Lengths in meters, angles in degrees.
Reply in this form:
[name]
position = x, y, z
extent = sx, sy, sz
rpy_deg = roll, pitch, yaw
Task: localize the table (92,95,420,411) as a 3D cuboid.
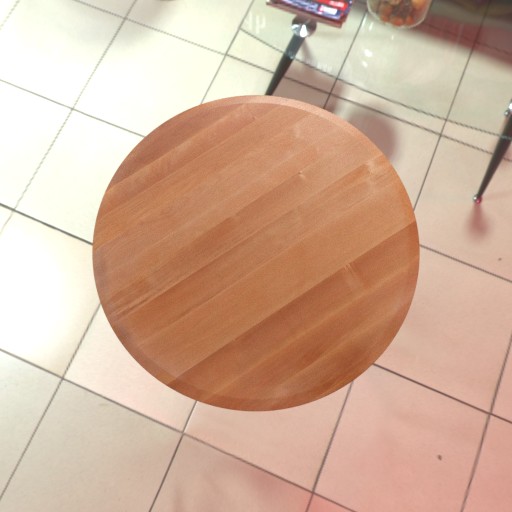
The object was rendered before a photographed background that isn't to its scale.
[table]
position = 0.000, 0.000, 1.410
extent = 0.900, 0.400, 0.900
rpy_deg = 0, 76, 0
